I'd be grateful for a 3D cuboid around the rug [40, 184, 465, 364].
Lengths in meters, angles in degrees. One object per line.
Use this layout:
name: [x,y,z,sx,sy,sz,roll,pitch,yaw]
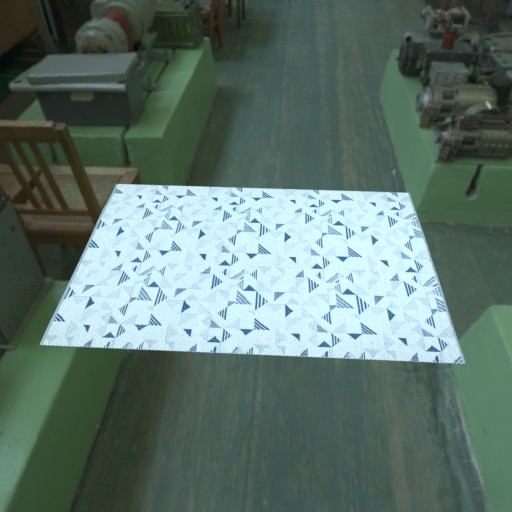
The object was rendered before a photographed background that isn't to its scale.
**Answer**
rug: [0.000,0.000,2.326,1.835,0.003,1.206,2,44,2]
